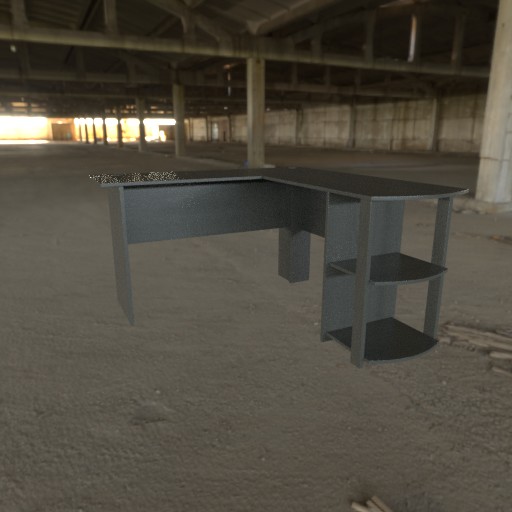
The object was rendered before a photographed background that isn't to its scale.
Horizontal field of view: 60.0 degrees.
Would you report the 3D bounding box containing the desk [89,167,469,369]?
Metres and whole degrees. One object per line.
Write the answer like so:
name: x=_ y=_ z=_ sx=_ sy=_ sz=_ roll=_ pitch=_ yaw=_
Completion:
desk: x=0.000 y=0.000 z=2.136 sx=1.303 sy=0.716 sz=1.361 roll=-8 pitch=17 yaw=-25
